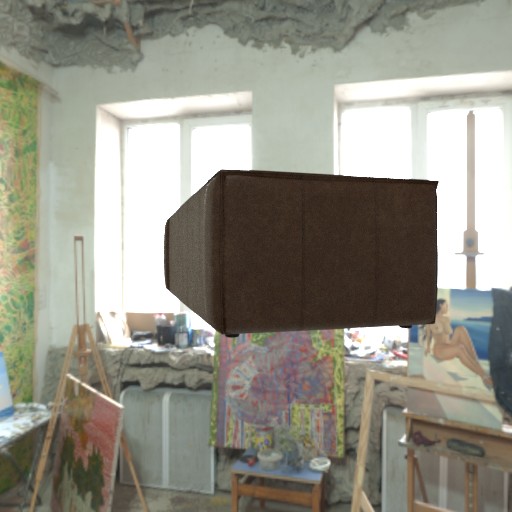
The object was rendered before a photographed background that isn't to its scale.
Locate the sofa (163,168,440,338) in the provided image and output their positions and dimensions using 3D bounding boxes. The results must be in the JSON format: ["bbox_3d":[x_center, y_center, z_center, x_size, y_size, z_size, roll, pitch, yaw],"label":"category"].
[{"bbox_3d":[0.000,0.000,3.105,1.102,0.701,2.581,0,0,-16],"label":"sofa"}]
